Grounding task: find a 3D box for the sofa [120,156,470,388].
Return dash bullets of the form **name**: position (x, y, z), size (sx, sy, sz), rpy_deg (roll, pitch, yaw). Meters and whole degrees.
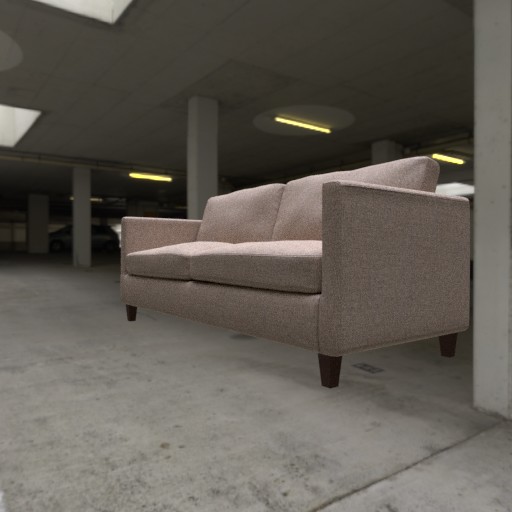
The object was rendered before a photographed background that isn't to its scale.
- **sofa**: position (0.000, 0.000, 2.710), size (0.951, 0.965, 2.208), rpy_deg (0, 1, -37)
